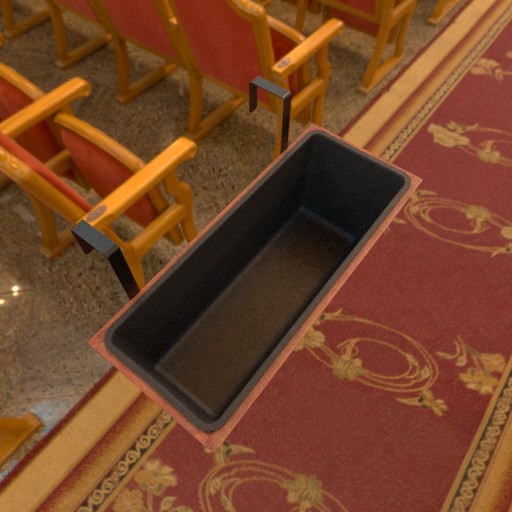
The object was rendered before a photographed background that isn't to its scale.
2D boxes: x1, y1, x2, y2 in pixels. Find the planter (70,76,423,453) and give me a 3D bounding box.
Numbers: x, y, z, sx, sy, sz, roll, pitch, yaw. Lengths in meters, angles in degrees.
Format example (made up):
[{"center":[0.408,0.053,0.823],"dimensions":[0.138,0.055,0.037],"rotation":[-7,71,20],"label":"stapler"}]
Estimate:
[{"center":[0.000,0.000,0.641],"dimensions":[0.262,0.289,0.480],"rotation":[34,64,19],"label":"planter"}]
